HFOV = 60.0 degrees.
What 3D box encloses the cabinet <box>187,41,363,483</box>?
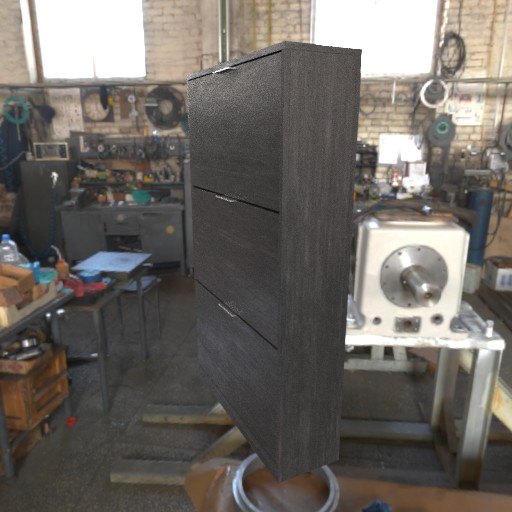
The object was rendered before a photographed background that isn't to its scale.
[{"bbox_3d":[0.000,0.000,1.600,0.250,1.280,0.750,-8,17,-26],"label":"cabinet"}]
